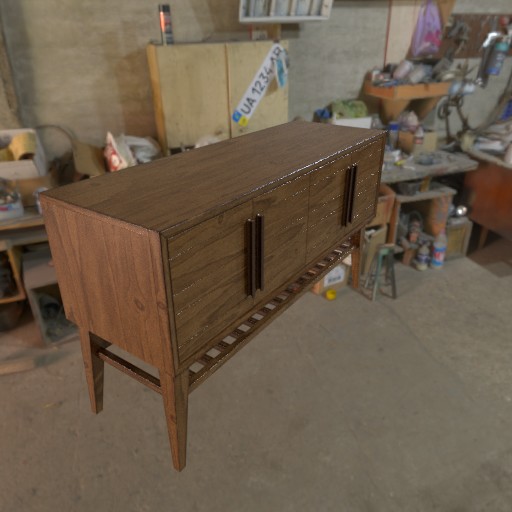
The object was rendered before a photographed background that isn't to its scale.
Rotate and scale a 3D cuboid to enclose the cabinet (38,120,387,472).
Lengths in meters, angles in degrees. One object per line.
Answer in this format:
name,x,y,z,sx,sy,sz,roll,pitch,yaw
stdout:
cabinet,0.000,0.000,1.745,0.477,0.802,1.363,17,32,31
